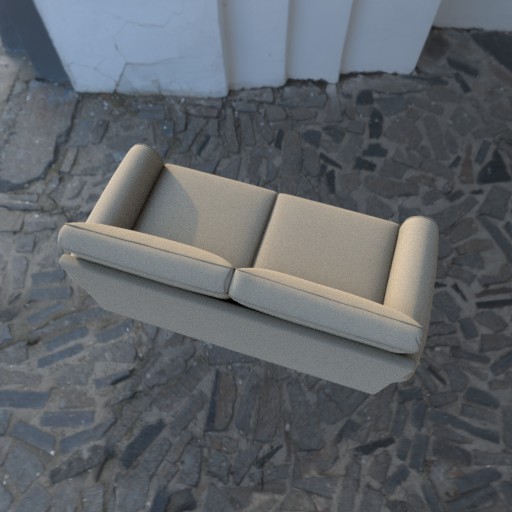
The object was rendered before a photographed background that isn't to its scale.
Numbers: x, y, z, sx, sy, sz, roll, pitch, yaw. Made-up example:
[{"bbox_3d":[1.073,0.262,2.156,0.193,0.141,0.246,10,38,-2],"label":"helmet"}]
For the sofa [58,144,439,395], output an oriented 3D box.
[{"bbox_3d":[0.000,0.000,2.505,1.930,0.952,0.940,16,65,8],"label":"sofa"}]
